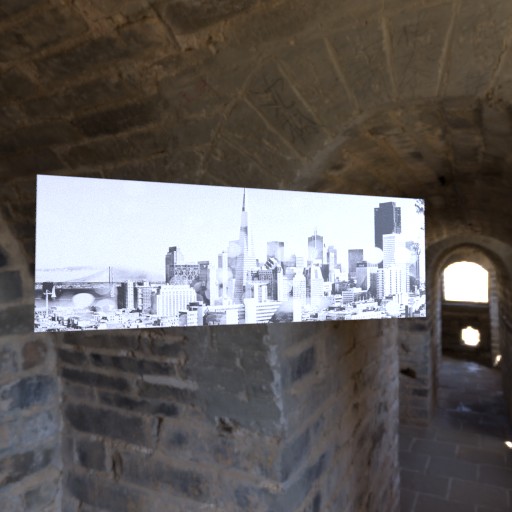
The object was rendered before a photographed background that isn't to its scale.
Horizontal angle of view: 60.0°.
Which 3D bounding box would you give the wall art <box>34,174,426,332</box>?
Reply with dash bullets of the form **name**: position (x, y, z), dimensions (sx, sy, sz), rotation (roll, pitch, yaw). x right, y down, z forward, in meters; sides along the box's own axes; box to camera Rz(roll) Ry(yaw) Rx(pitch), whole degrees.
- **wall art**: position (0.000, 0.000, 0.858), dimensions (0.766, 0.256, 0.036), rotation (1, -2, -19)
